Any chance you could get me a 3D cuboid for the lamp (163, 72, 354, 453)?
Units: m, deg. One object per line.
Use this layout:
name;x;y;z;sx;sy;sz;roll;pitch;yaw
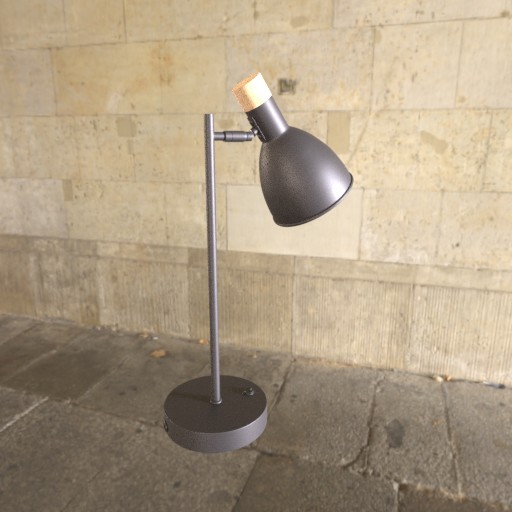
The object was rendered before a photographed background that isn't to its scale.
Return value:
lamp;0.000;0.000;0.625;0.287;0.483;0.152;-7;16;-25
